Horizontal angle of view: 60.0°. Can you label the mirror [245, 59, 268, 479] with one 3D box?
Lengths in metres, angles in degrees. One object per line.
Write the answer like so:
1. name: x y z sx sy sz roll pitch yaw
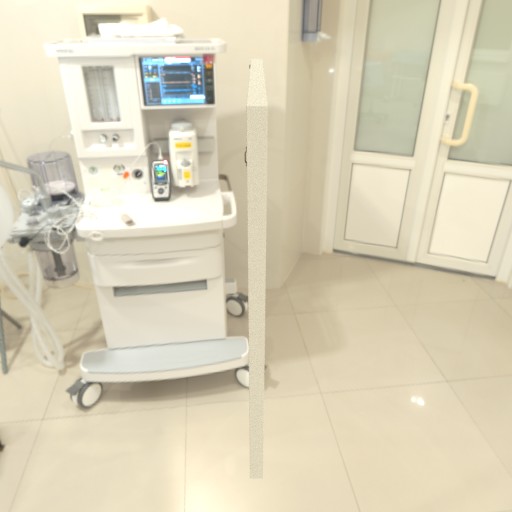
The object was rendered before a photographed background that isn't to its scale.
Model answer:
1. mirror: 0.000 0.000 1.334 0.041 1.016 0.762 0 29 0
